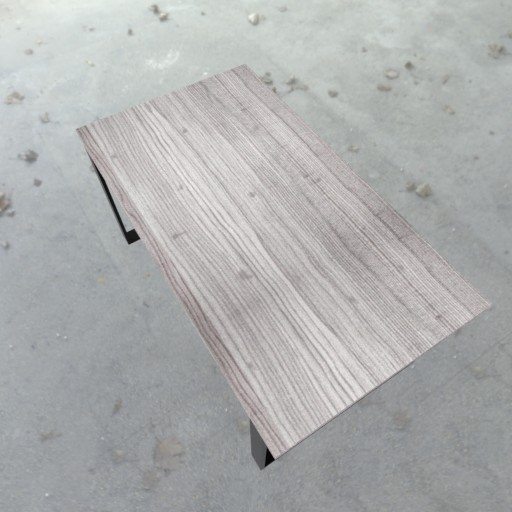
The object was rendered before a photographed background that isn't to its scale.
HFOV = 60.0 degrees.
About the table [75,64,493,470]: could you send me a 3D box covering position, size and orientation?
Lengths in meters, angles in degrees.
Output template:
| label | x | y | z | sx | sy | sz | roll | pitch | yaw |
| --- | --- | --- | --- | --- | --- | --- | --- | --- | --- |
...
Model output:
| label | x | y | z | sx | sy | sz | roll | pitch | yaw |
| --- | --- | --- | --- | --- | --- | --- | --- | --- | --- |
| table | 0.000 | 0.000 | 2.031 | 0.881 | 0.736 | 1.579 | -28 | 62 | -17 |
